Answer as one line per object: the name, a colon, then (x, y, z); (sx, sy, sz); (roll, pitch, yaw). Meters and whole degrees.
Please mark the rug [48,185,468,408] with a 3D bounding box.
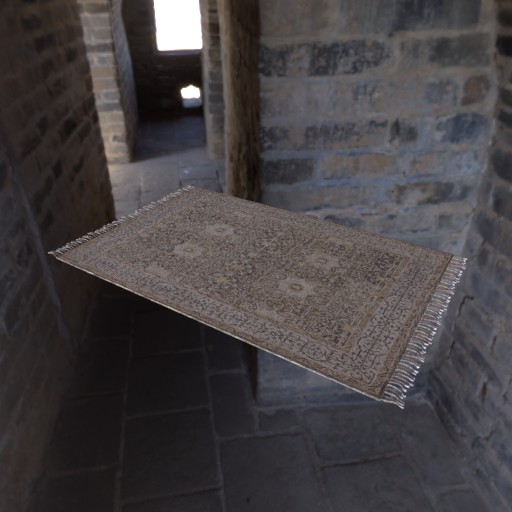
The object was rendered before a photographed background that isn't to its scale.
rug: (0.000, 0.000, 2.487); (2.029, 0.010, 1.237); (18, 35, 28)
